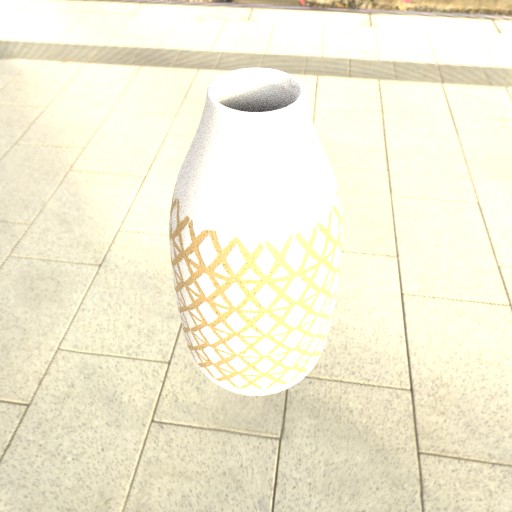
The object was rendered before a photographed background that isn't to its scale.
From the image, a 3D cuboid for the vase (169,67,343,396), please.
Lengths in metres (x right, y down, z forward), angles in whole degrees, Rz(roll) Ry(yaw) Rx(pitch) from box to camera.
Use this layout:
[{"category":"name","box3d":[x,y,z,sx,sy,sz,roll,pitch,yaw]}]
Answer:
[{"category":"vase","box3d":[0.000,0.000,0.480,0.186,0.380,0.186,0,48,0]}]
